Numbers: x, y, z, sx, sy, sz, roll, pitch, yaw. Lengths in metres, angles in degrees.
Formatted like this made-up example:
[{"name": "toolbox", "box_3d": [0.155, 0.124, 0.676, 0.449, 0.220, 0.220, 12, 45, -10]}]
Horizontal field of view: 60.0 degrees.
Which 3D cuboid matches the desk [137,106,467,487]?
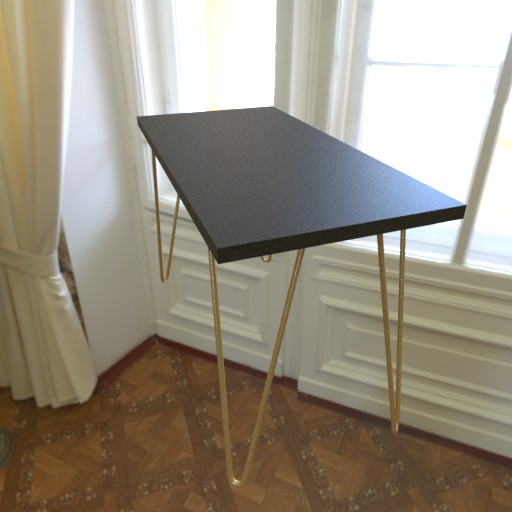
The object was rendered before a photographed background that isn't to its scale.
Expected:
[{"name": "desk", "box_3d": [0.000, 0.000, 1.344, 0.499, 0.660, 0.991, -10, 31, -18]}]
